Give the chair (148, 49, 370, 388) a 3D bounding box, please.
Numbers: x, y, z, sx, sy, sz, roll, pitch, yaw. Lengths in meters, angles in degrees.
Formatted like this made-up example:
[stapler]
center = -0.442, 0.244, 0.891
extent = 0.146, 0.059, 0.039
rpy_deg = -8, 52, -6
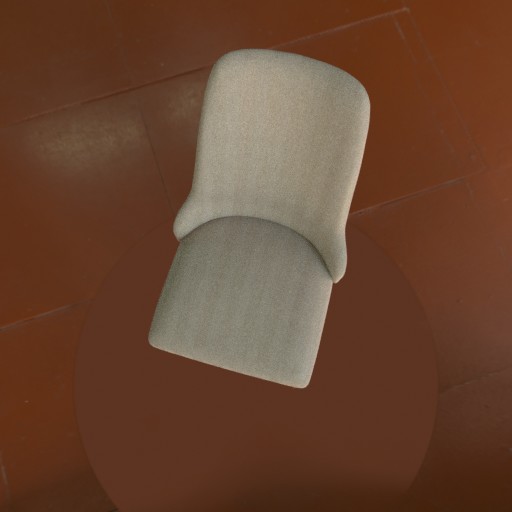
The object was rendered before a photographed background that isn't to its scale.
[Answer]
[chair]
center = 0.000, 0.000, 1.299
extent = 0.526, 0.917, 0.684
rpy_deg = 15, 76, 4
